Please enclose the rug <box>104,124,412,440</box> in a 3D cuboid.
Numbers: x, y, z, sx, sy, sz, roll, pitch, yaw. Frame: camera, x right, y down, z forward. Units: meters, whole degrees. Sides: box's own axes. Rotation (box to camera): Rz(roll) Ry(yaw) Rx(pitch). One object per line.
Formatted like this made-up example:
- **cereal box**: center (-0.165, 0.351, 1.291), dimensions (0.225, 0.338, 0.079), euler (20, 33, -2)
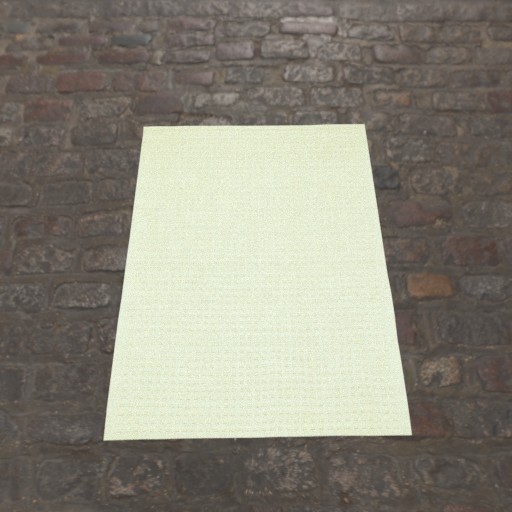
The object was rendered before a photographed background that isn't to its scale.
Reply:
- **rug**: center (0.000, 0.000, 4.197), dimensions (2.452, 0.016, 3.204), euler (-1, 64, 0)
